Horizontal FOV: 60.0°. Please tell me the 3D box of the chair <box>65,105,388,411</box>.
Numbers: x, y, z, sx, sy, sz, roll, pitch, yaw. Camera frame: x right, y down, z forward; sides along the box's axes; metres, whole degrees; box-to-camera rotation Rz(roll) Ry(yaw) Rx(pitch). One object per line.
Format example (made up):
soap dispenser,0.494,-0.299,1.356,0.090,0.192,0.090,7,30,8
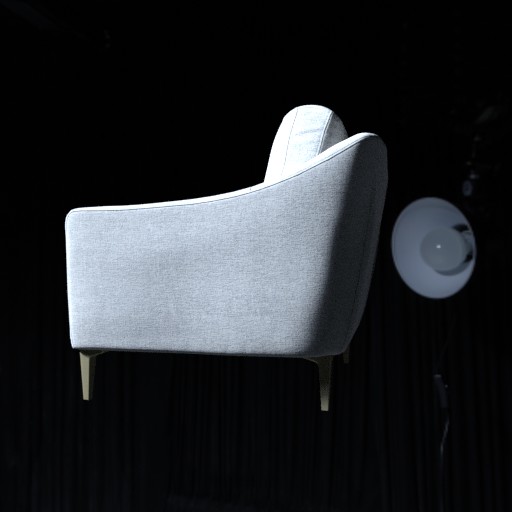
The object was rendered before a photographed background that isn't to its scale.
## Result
chair,0.000,0.000,1.684,0.961,0.902,0.986,0,-1,17
